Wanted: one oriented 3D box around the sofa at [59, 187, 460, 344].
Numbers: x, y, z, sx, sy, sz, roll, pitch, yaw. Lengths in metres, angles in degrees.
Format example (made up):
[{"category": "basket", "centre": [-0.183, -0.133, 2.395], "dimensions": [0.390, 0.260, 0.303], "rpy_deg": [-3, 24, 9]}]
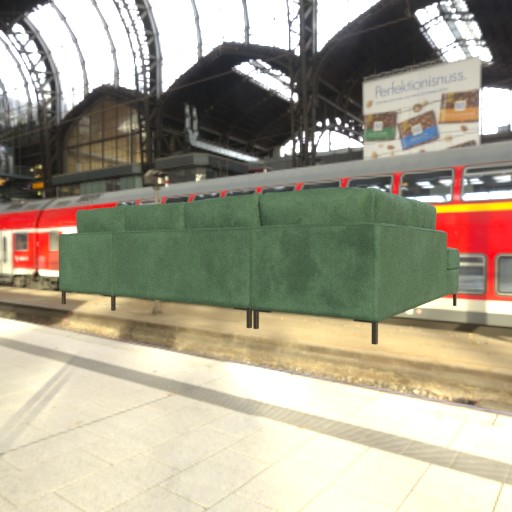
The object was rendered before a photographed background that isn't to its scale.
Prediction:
[{"category": "sofa", "centre": [0.000, 0.000, 3.906], "dimensions": [2.994, 0.861, 1.992], "rpy_deg": [1, 1, 35]}]
